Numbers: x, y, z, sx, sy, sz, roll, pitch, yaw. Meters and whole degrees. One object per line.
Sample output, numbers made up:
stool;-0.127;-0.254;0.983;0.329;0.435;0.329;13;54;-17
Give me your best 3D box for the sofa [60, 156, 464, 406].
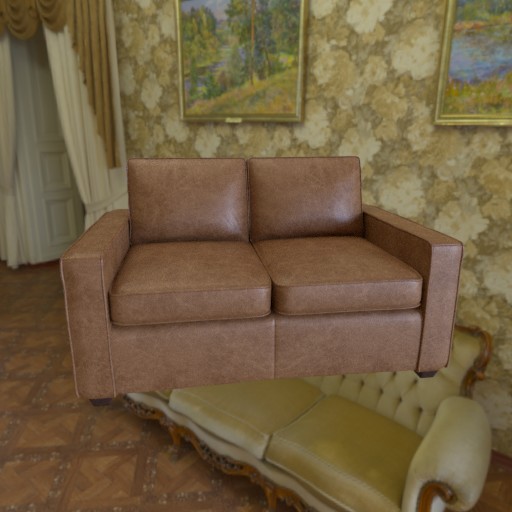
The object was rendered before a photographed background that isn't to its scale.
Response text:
sofa;0.000;0.000;2.117;1.532;0.896;1.020;-2;16;-8
